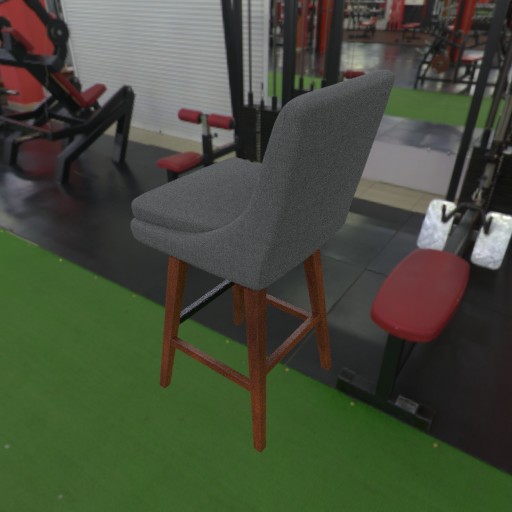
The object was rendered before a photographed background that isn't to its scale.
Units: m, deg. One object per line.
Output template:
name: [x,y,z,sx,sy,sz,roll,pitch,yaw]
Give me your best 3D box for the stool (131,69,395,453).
stool: [0.000,0.000,1.240,0.524,0.977,0.447,21,37,31]
